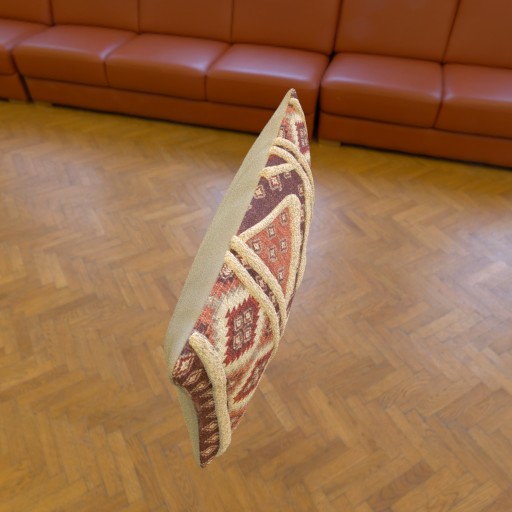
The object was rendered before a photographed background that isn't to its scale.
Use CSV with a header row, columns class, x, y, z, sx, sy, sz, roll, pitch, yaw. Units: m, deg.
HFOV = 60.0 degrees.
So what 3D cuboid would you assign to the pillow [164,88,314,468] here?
class,x,y,z,sx,sy,sz,roll,pitch,yaw
pillow,0.000,0.000,0.721,0.161,0.295,0.608,10,46,10
